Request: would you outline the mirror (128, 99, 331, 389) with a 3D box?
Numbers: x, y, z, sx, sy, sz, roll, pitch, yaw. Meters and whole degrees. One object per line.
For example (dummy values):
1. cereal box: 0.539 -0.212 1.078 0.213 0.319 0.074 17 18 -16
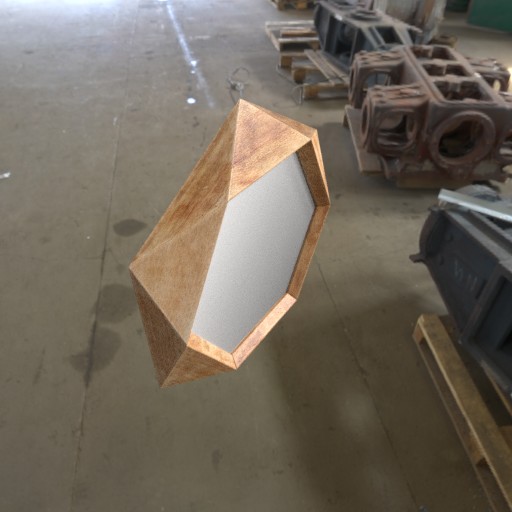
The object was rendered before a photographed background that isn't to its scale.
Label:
1. mirror: 0.000 0.000 1.106 0.091 0.779 0.675 25 47 26
